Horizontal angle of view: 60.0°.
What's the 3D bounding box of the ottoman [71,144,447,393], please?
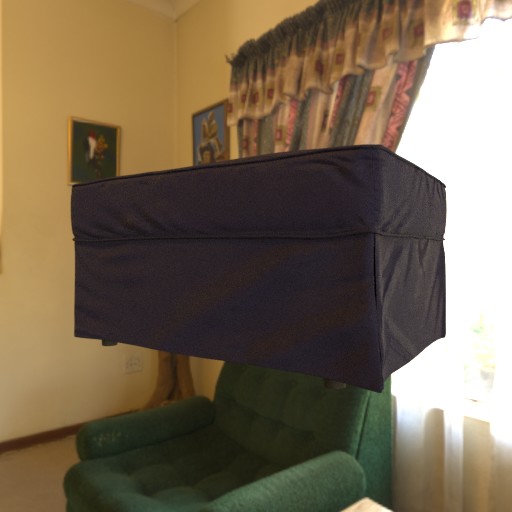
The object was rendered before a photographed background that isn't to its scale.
[{"bbox_3d":[0.000,0.000,1.271,0.938,0.503,0.637,0,1,34],"label":"ottoman"}]
